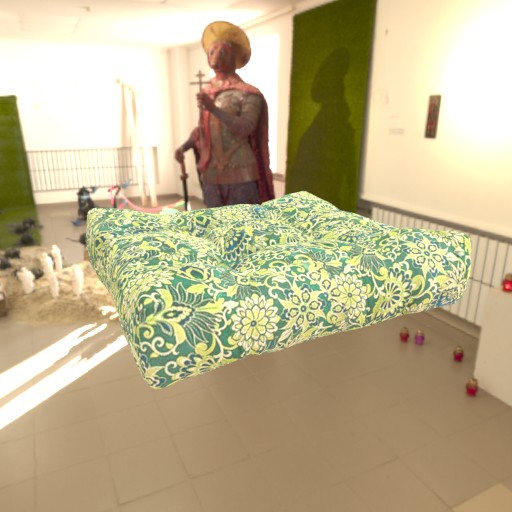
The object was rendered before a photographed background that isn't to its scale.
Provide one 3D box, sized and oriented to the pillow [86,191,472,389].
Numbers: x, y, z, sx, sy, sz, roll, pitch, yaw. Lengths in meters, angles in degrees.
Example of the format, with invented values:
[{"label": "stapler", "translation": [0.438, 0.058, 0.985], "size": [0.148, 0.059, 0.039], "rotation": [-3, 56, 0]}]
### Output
[{"label": "pillow", "translation": [0.000, 0.000, 0.733], "size": [0.490, 0.128, 0.468], "rotation": [-9, 20, -25]}]
